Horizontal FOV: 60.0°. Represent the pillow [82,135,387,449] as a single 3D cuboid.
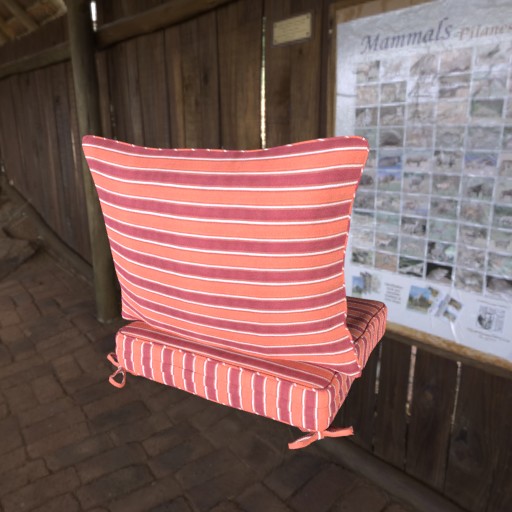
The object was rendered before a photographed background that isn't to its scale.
[{"bbox_3d":[0.000,0.000,1.368,0.799,0.723,0.733,8,18,27],"label":"pillow"}]
